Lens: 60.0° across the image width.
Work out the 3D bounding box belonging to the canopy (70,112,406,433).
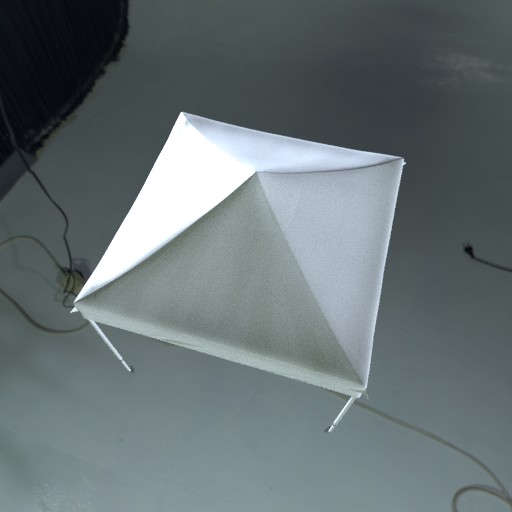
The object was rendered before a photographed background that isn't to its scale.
[{"bbox_3d":[0.000,0.000,5.446,2.996,2.998,2.994,14,59,9],"label":"canopy"}]
